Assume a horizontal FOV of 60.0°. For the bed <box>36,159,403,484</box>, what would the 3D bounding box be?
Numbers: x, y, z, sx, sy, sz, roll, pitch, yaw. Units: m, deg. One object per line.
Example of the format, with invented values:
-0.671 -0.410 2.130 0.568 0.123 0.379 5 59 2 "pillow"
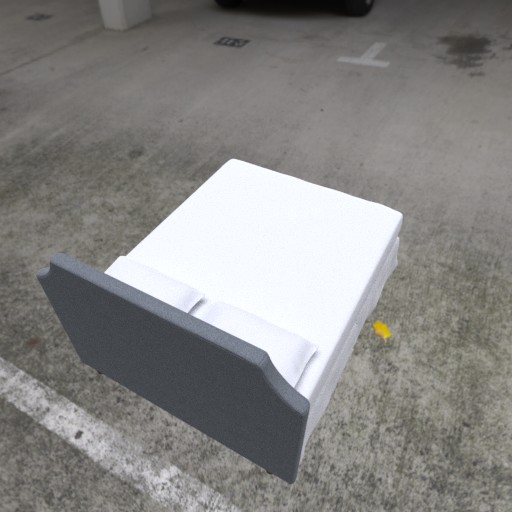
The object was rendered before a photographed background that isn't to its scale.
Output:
0.000 0.000 3.324 1.811 1.296 2.259 22 50 20 "bed"
